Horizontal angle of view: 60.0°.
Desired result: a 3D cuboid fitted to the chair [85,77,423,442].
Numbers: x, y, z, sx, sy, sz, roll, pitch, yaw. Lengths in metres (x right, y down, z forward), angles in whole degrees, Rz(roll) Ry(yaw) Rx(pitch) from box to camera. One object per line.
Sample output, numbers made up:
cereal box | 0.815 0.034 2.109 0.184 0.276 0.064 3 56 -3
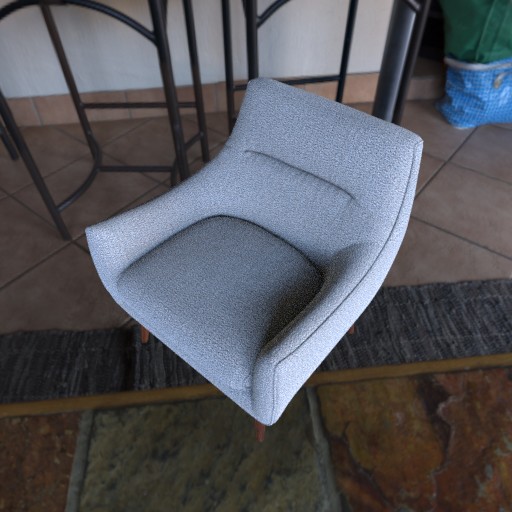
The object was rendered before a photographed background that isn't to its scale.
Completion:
chair | 0.000 0.000 1.475 0.762 0.838 0.787 32 54 27
